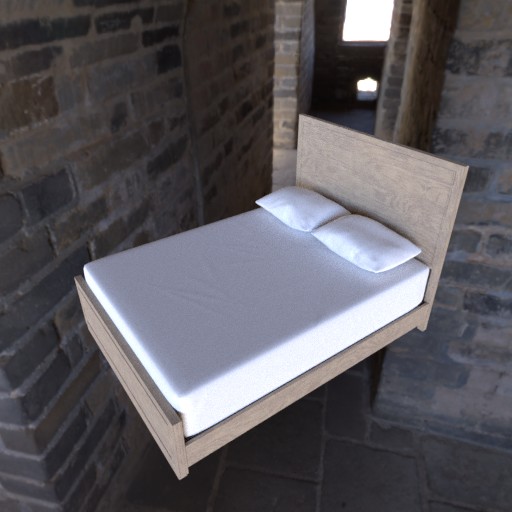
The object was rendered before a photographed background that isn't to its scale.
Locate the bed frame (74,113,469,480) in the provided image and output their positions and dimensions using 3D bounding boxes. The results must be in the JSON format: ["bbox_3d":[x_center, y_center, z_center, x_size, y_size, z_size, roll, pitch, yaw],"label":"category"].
[{"bbox_3d":[0.000,0.000,3.190,2.189,1.369,1.606,-21,37,-30],"label":"bed frame"}]
